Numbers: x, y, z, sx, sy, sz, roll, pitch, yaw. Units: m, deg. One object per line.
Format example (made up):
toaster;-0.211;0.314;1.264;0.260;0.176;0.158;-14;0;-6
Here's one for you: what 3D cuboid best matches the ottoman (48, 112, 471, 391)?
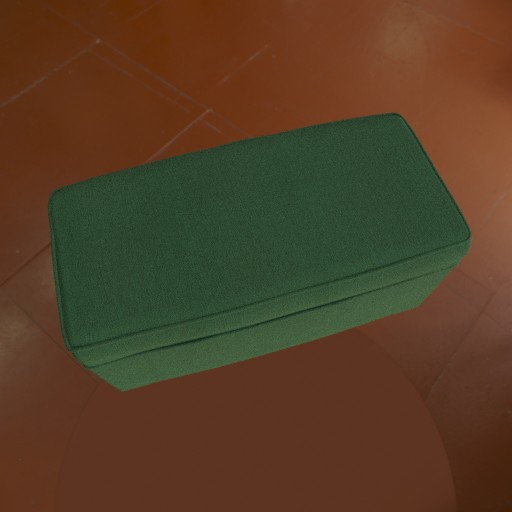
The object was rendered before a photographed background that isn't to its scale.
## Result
ottoman;0.000;0.000;1.243;0.957;0.471;0.483;-14;64;-7
